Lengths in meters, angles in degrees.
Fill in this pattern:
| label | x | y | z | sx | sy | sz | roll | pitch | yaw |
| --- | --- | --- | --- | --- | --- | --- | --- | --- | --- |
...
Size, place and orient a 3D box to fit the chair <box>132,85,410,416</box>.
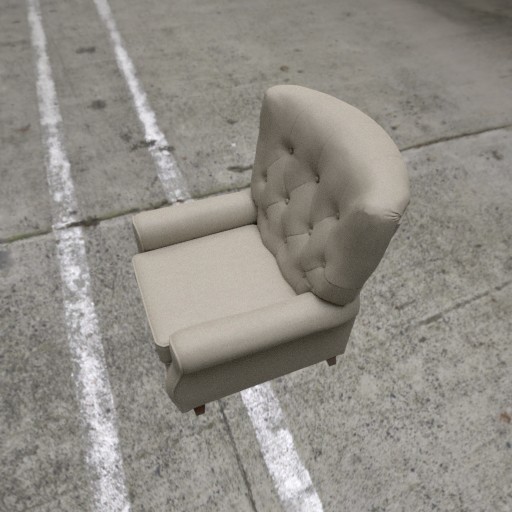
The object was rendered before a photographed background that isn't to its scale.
| label | x | y | z | sx | sy | sz | roll | pitch | yaw |
| --- | --- | --- | --- | --- | --- | --- | --- | --- | --- |
| chair | 0.000 | 0.000 | 1.968 | 1.059 | 1.158 | 0.943 | -16 | 48 | -15 |
